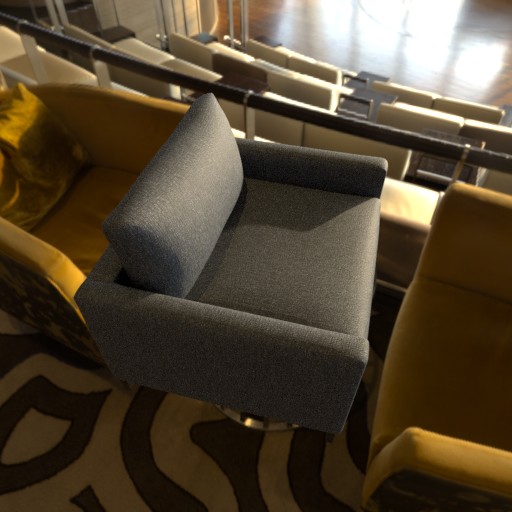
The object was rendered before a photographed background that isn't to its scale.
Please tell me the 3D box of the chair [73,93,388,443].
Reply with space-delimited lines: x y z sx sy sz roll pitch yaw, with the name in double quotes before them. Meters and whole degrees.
"chair" 0.000 0.000 1.646 0.866 0.861 0.963 11 48 10
